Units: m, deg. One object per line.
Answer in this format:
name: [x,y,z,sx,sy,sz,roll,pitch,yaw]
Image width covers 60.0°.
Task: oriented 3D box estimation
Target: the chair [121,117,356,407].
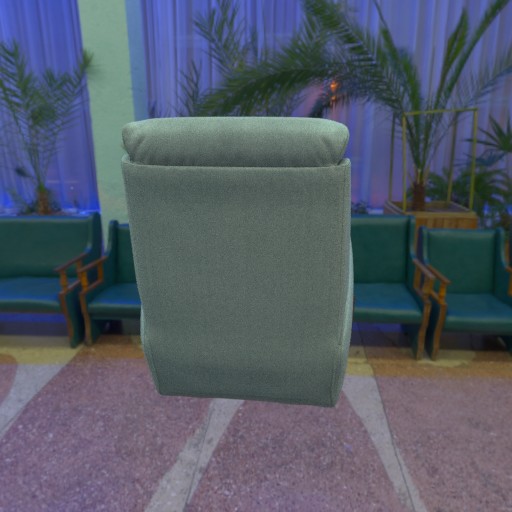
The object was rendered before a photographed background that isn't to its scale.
chair: [0.000,0.000,1.697,0.812,1.013,0.940,2,17,6]
